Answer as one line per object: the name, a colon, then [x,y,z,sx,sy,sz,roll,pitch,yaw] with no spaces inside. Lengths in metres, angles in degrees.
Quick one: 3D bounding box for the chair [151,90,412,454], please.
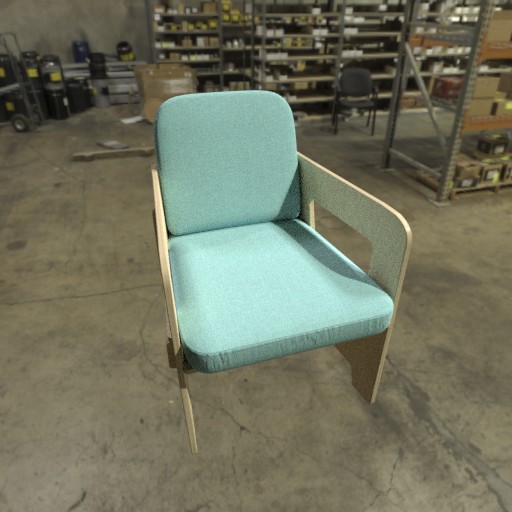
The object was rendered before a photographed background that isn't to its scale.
chair: [0.000,0.000,1.279,0.590,0.800,0.710,-10,32,-16]
